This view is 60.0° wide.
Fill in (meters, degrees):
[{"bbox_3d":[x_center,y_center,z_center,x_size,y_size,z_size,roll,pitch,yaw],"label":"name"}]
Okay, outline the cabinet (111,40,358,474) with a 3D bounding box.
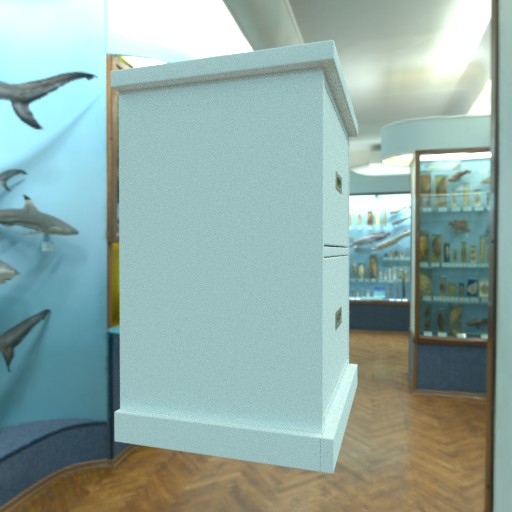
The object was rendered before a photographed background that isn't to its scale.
[{"bbox_3d":[0.000,0.000,1.046,0.431,0.723,0.520,0,1,17],"label":"cabinet"}]
